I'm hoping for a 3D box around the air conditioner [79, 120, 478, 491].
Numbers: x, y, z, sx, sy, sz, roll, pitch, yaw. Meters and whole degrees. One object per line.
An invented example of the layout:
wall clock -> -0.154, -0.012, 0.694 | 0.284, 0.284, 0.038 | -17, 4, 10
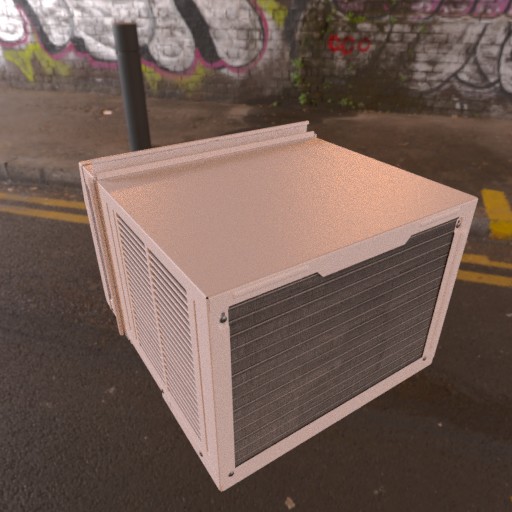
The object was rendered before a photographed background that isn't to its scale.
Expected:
air conditioner -> 0.000, 0.000, 0.861 | 0.503, 0.388, 0.546 | -19, 36, -28
